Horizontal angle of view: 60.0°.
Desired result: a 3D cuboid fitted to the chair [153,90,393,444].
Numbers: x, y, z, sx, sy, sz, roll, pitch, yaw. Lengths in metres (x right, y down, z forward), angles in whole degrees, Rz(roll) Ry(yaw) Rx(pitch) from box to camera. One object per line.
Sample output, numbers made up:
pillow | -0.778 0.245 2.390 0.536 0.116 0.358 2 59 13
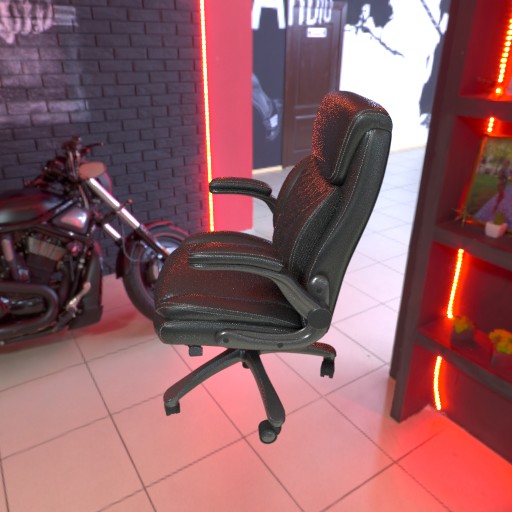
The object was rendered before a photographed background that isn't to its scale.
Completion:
chair | 0.000 0.000 1.600 0.724 1.110 0.782 0 25 -1
